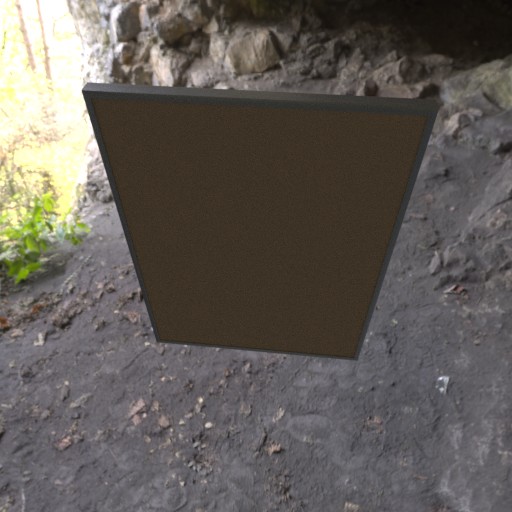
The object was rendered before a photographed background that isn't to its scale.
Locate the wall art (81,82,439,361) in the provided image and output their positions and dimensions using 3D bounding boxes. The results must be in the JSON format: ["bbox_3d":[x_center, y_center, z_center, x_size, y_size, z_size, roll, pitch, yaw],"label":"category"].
[{"bbox_3d":[0.000,0.000,1.389,0.803,1.062,0.041,4,47,4],"label":"wall art"}]
